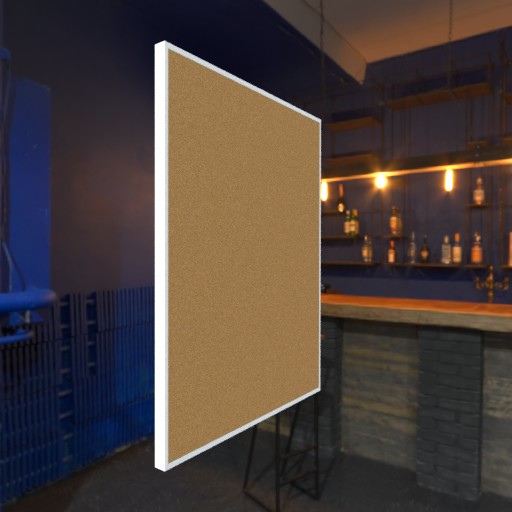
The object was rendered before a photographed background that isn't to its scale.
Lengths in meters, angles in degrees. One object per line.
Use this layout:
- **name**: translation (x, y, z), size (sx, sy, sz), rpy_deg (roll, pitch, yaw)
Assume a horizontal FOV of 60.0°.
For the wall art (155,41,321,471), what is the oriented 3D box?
- **wall art**: translation (0.000, 0.000, 1.410), size (0.039, 1.050, 0.795), rpy_deg (0, 0, 36)
